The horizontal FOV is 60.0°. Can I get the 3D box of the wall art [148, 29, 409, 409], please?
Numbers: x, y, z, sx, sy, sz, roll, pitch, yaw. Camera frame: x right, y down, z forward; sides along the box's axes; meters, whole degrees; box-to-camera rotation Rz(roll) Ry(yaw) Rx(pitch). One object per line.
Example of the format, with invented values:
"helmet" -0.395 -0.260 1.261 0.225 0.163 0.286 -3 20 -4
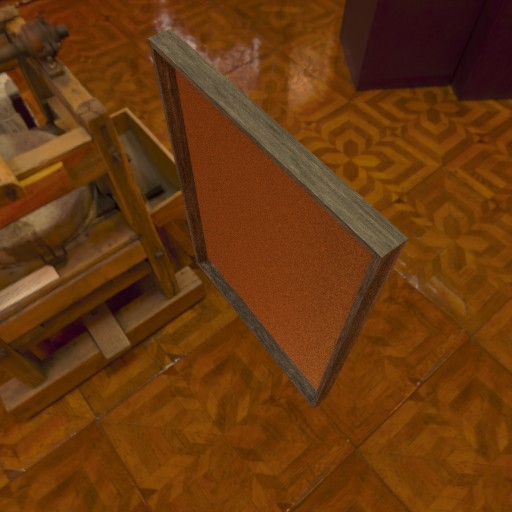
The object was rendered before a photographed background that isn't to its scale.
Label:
"wall art" 0.000 0.000 1.319 0.063 1.016 0.762 -32 63 -19
